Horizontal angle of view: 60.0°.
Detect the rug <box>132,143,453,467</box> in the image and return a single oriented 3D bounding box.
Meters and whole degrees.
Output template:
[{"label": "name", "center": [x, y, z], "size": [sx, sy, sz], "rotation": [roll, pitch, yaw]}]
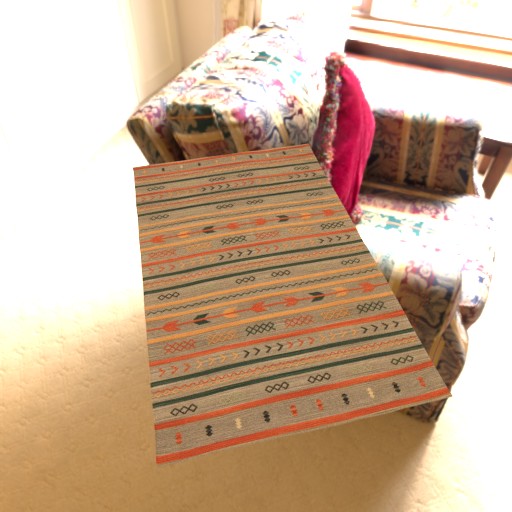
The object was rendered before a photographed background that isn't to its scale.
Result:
[{"label": "rug", "center": [0.000, 0.000, 3.002], "size": [1.537, 0.029, 2.439], "rotation": [-10, 47, -9]}]
